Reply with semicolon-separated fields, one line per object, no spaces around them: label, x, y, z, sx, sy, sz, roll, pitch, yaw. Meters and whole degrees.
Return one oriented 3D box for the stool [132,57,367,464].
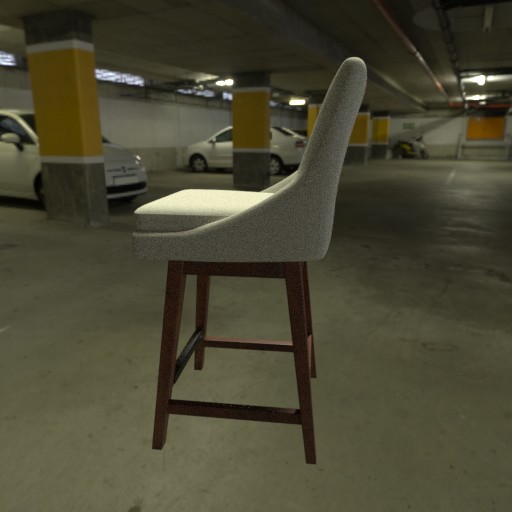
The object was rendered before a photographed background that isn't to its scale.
stool;0.000;0.000;1.280;0.559;0.991;0.469;2;15;7
